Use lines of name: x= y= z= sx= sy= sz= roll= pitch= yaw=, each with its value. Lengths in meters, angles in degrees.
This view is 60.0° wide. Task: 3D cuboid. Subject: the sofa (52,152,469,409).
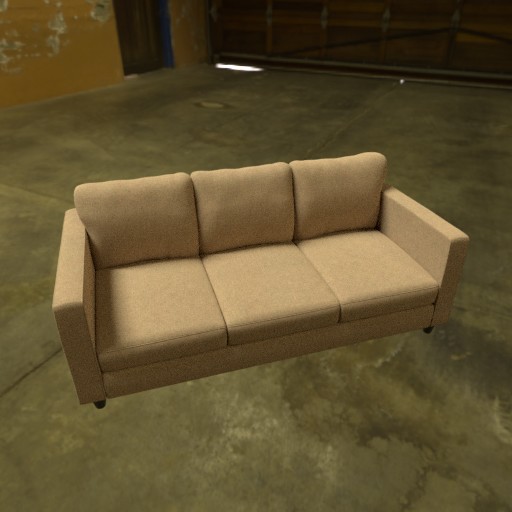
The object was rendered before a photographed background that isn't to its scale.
sofa: x=0.000 y=0.000 z=2.324 sx=1.855 sy=0.800 sz=0.930 roll=-9 pitch=32 yaw=-15
